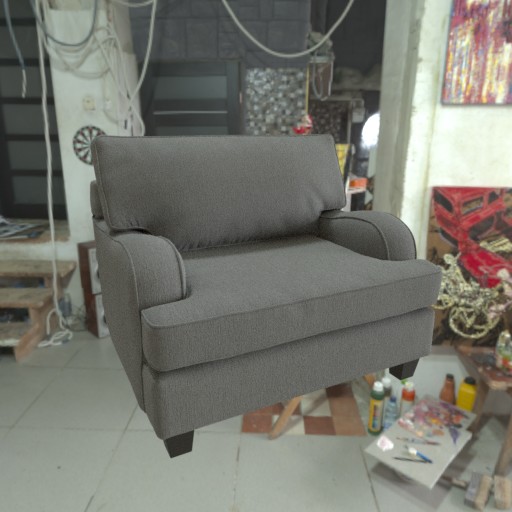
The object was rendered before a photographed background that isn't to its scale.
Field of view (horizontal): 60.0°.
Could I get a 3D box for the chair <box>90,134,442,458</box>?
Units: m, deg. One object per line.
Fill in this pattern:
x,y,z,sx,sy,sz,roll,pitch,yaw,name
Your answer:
0.000,0.000,1.930,1.220,1.016,1.041,-8,18,-26,chair
